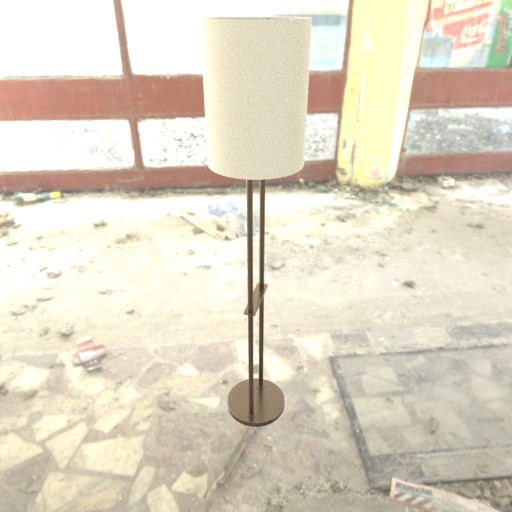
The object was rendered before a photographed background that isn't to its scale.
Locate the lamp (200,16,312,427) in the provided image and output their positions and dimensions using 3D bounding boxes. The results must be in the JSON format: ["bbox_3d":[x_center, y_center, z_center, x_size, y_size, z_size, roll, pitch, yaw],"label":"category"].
[{"bbox_3d":[0.000,0.000,1.583,0.305,1.500,0.306,7,31,13],"label":"lamp"}]
